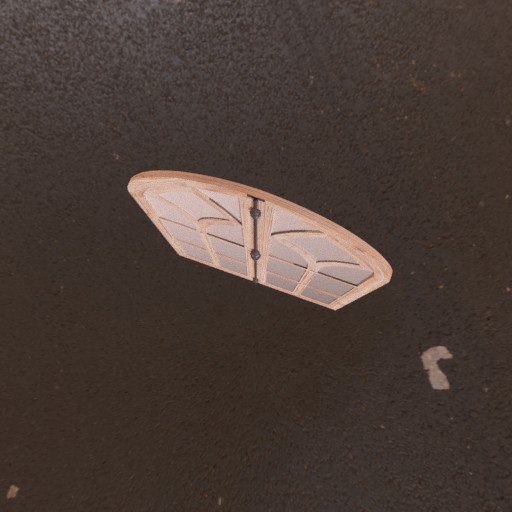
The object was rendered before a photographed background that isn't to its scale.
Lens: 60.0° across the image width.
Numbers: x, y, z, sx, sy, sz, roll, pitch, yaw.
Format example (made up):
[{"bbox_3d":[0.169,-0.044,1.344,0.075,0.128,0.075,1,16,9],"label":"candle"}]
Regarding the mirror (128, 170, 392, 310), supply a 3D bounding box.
[{"bbox_3d":[0.000,0.000,1.175,0.609,0.915,0.032,19,79,4],"label":"mirror"}]
